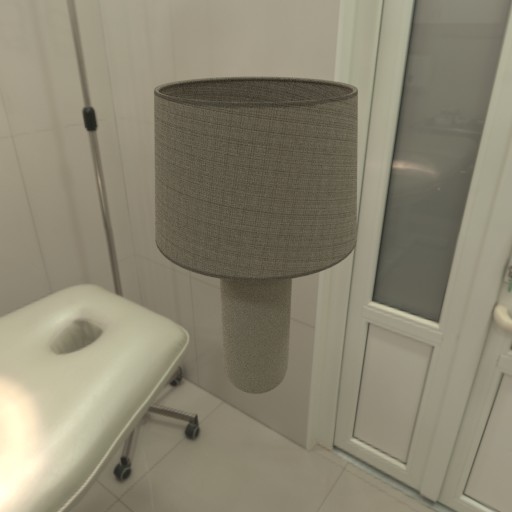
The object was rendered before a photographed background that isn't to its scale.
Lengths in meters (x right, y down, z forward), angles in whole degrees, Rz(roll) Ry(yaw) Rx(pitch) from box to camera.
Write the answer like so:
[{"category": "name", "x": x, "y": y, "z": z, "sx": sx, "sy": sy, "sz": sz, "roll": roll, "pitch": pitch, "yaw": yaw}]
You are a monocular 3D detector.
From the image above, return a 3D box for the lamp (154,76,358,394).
[{"category": "lamp", "x": 0.000, "y": 0.000, "z": 0.848, "sx": 0.367, "sy": 0.609, "sz": 0.367, "roll": 0, "pitch": 28, "yaw": 0}]
